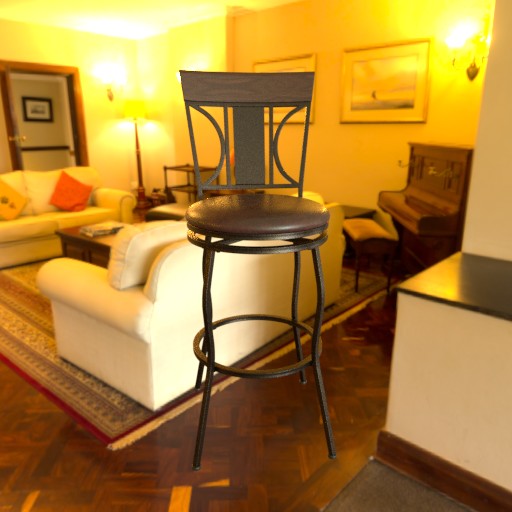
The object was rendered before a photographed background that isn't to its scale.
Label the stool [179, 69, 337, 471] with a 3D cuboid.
[{"bbox_3d":[0.000,0.000,1.387,0.448,1.130,0.513,-2,16,-6],"label":"stool"}]
